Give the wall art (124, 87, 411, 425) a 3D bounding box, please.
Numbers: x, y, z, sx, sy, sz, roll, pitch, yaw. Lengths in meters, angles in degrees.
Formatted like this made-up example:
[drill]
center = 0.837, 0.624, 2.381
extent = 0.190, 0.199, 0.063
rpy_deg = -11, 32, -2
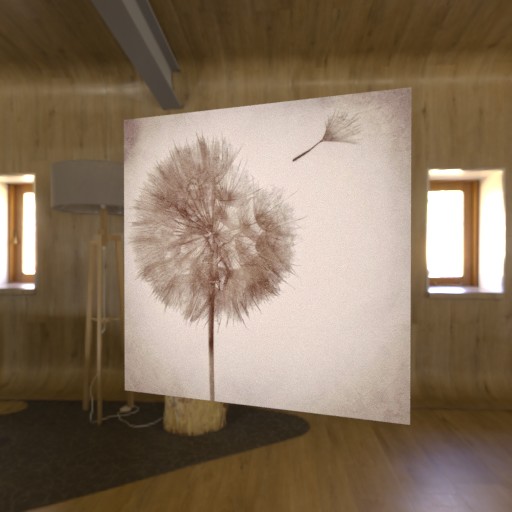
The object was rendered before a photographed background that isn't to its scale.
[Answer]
[wall art]
center = 0.000, 0.000, 0.460
extent = 0.303, 0.303, 0.028
rpy_deg = 0, 1, 19
